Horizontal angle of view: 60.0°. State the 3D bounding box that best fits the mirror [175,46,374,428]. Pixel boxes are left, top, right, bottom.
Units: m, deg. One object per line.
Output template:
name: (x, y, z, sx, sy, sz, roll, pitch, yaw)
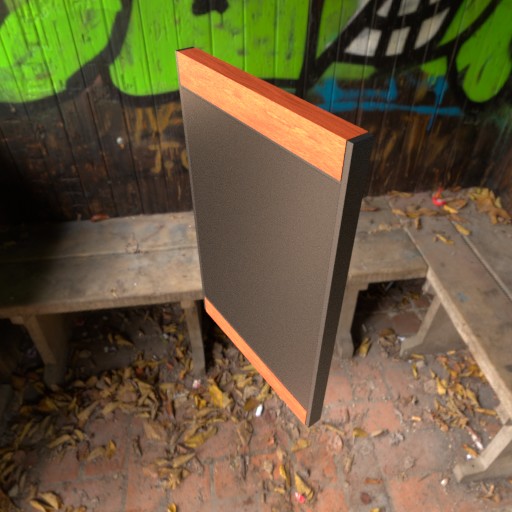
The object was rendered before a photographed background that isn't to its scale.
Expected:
mirror: (0.000, 0.000, 1.069, 0.047, 0.823, 0.525, -26, 48, -26)
